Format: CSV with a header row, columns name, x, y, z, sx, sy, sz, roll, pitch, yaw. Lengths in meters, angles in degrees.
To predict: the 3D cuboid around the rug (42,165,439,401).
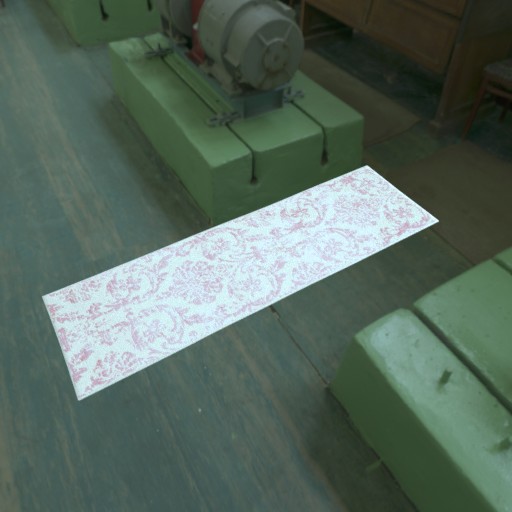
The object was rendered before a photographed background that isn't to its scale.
name,x,y,z,sx,sy,sz,roll,pitch,yaw
rug,0.000,0.000,2.490,2.196,0.011,0.662,-24,52,-21
